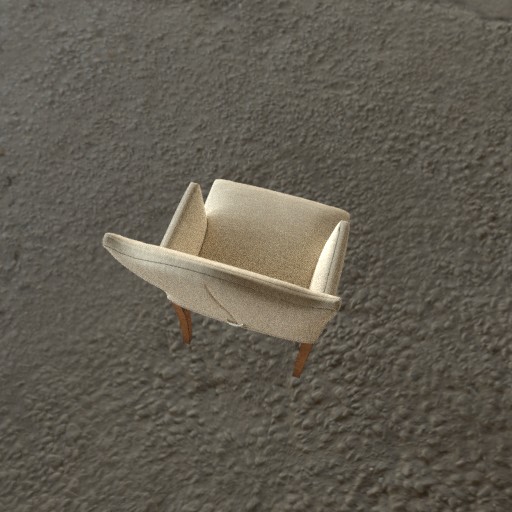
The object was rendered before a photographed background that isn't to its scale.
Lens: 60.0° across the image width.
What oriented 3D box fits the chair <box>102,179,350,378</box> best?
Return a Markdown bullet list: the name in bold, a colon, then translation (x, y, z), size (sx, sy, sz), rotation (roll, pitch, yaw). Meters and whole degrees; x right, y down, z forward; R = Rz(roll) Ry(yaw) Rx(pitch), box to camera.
- **chair**: translation (0.000, 0.000, 1.393), size (0.533, 1.016, 0.641), rotation (15, 64, 8)
